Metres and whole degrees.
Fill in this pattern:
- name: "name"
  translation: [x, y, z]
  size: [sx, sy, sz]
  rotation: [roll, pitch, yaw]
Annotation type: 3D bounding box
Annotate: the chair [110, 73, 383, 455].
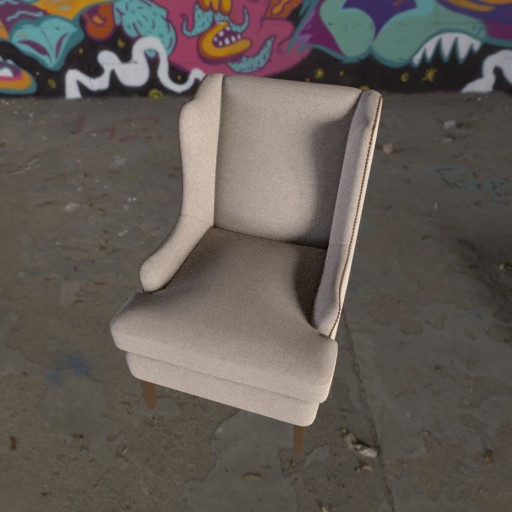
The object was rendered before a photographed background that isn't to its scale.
- name: "chair"
  translation: [0.000, 0.000, 1.666]
  size: [0.737, 1.029, 0.940]
  rotation: [12, 42, 13]
